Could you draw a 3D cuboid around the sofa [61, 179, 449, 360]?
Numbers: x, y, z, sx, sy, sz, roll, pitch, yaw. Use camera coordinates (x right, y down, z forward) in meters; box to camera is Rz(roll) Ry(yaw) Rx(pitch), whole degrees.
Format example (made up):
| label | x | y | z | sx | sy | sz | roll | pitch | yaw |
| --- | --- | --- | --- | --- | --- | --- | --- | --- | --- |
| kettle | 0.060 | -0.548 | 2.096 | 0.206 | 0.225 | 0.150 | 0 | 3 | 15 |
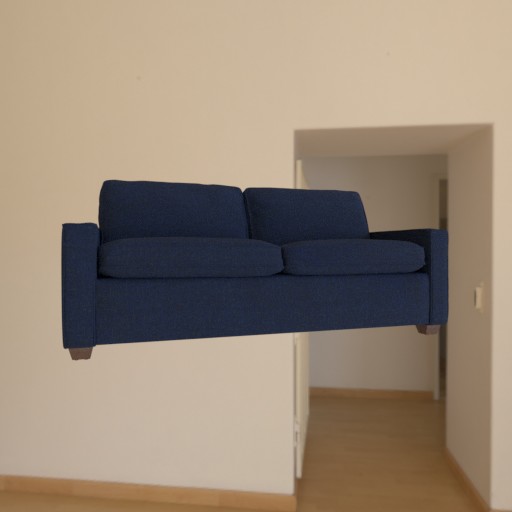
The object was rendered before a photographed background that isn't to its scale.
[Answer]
| label | x | y | z | sx | sy | sz | roll | pitch | yaw |
| --- | --- | --- | --- | --- | --- | --- | --- | --- | --- |
| sofa | 0.000 | 0.000 | 2.641 | 2.080 | 0.919 | 0.940 | 0 | 1 | -18 |
